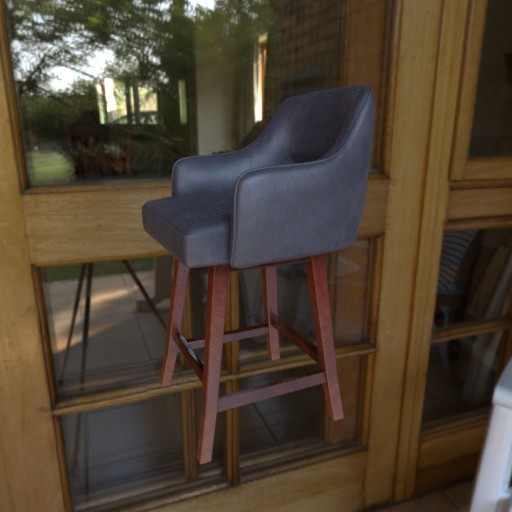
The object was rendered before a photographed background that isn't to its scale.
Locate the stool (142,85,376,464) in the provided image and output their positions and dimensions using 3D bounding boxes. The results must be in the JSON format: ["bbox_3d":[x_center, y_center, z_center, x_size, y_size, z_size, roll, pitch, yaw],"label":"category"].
[{"bbox_3d":[0.000,0.000,1.286,0.560,0.936,0.550,-7,17,-25],"label":"stool"}]
